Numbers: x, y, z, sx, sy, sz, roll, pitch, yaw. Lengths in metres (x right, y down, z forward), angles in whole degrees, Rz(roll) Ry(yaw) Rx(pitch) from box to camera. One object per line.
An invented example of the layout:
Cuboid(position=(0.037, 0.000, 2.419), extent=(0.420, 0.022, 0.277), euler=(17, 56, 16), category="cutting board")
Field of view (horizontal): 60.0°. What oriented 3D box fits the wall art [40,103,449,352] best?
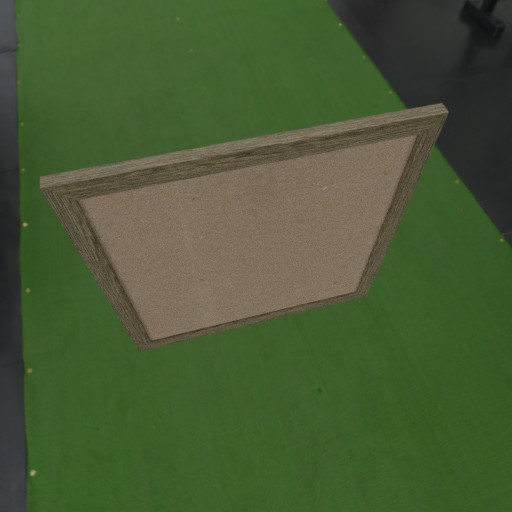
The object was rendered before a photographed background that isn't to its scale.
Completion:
Cuboid(position=(0.000, 0.000, 0.752), extent=(0.508, 0.508, 0.019), euler=(-12, 58, -8), category="wall art")
